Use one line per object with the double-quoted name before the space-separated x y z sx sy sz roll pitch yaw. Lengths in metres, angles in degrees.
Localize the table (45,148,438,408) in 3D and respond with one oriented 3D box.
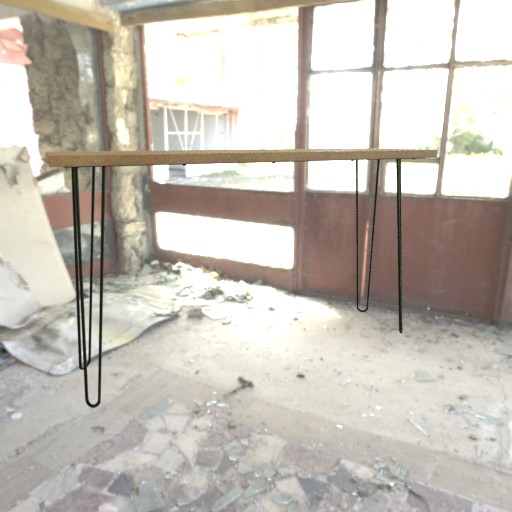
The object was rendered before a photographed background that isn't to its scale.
"table" 0.000 0.000 1.731 1.400 0.799 0.399 -7 16 -25
